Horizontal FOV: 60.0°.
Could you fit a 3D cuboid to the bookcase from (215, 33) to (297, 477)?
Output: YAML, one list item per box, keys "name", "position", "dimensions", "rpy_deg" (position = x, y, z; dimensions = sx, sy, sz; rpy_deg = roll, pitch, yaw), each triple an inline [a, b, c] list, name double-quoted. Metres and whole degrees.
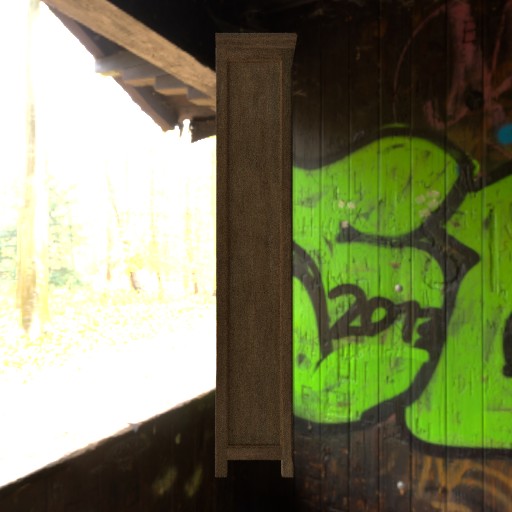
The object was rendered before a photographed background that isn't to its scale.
- name: "bookcase"
  position: [0.000, 0.000, 2.310]
  dimensions: [0.348, 1.880, 0.906]
  rpy_deg: [0, -1, 0]
